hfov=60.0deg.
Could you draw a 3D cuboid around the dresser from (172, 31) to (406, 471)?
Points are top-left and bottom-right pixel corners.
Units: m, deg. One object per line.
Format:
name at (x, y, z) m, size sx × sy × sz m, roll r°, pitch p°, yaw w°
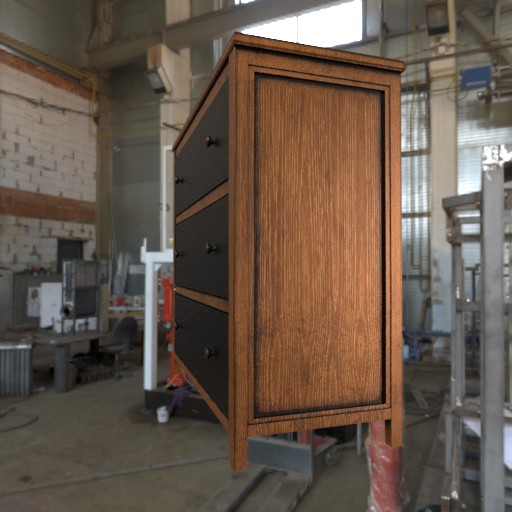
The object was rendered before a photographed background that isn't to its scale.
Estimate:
dresser at (0.000, 0.000, 1.897) m, size 0.591 × 1.224 × 1.250 m, roll 0°, pitch -1°, yaw -19°
